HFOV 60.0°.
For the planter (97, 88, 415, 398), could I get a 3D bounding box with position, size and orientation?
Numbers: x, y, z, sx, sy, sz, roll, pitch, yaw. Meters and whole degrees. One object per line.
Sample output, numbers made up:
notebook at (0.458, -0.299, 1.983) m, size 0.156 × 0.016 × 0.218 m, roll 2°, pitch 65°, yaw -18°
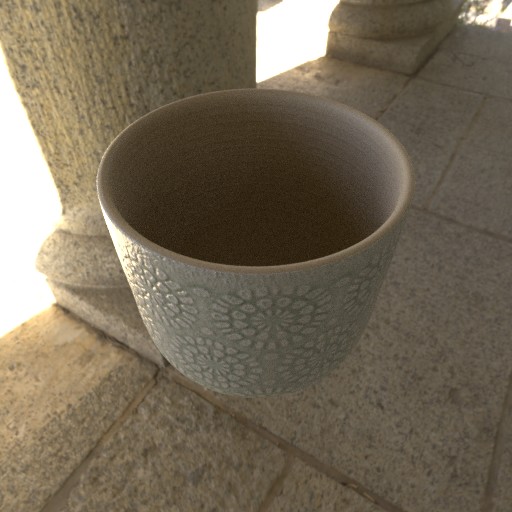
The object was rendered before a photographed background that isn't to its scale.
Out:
planter at (0.000, 0.000, 0.296) m, size 0.169 × 0.153 × 0.169 m, roll 0°, pitch 46°, yaw 0°
